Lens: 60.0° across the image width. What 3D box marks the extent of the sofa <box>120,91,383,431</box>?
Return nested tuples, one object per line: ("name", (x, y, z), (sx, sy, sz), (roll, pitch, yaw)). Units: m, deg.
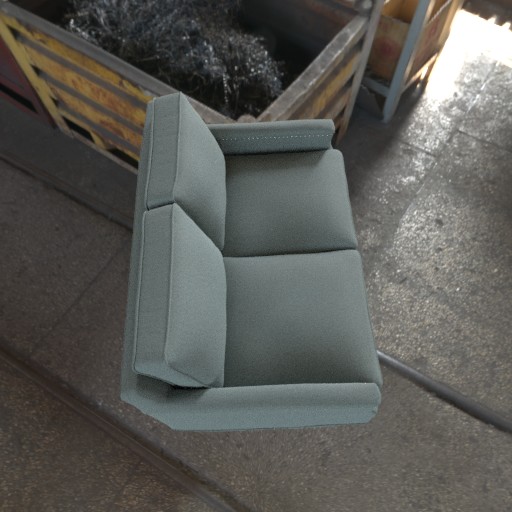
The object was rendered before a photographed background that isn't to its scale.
("sofa", (0.000, 0.000, 2.271), (1.084, 1.003, 1.597), (-2, 62, -1))
